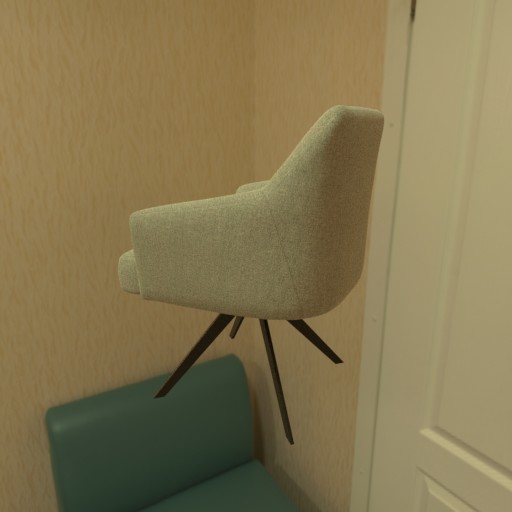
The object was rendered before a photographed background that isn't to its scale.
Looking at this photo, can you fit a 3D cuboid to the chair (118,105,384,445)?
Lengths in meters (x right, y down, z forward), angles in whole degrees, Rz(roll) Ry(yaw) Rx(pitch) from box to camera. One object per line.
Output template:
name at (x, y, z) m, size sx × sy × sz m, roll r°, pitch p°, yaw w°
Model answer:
chair at (0.000, 0.000, 1.389) m, size 0.677 × 0.874 × 0.642 m, roll 8°, pitch 18°, yaw 26°
